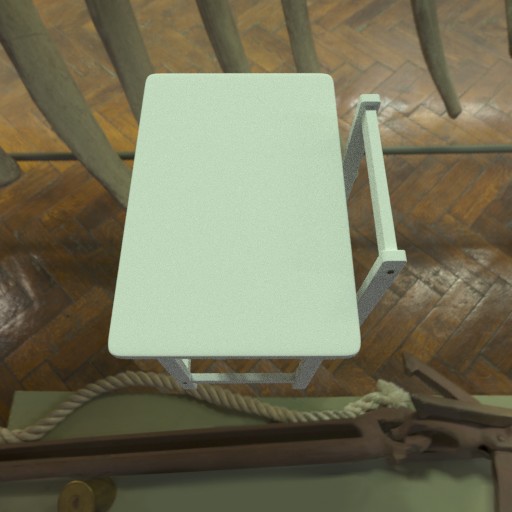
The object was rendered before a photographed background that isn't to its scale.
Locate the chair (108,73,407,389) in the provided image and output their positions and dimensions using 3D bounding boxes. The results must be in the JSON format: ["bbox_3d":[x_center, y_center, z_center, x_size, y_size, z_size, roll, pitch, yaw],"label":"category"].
[{"bbox_3d":[0.000,0.000,1.050,0.461,0.673,0.599,0,64,0],"label":"chair"}]
